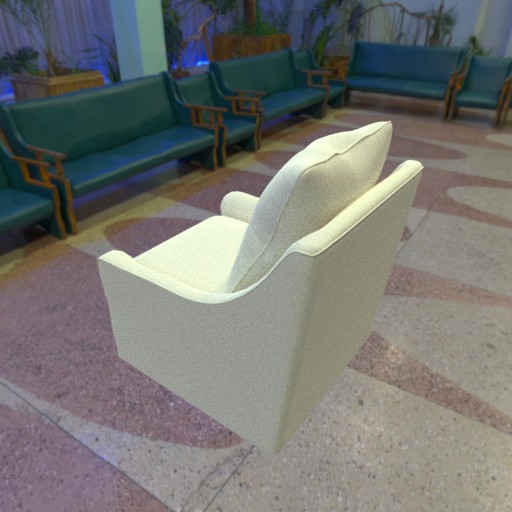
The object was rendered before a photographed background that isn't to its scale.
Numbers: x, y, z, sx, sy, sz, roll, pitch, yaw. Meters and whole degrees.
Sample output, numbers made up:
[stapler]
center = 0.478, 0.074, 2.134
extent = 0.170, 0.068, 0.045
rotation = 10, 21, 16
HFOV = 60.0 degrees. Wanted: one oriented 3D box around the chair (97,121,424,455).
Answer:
[chair]
center = 0.000, 0.000, 1.617
extent = 0.876, 0.965, 0.756
rotation = 21, 37, 31
